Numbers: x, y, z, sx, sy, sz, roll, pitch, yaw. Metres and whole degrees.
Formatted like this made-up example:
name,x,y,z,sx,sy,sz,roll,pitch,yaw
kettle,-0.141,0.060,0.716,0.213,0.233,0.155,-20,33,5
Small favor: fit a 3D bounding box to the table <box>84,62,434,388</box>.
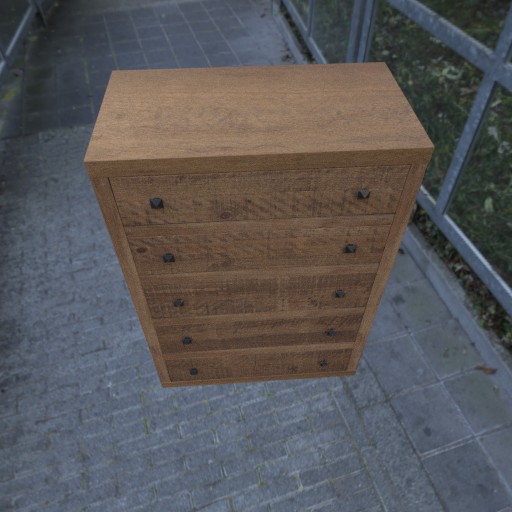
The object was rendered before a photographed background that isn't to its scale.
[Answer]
name,x,y,z,sx,sy,sz,roll,pitch,yaw
table,0.000,0.000,1.770,0.901,1.294,0.524,-3,48,-3
